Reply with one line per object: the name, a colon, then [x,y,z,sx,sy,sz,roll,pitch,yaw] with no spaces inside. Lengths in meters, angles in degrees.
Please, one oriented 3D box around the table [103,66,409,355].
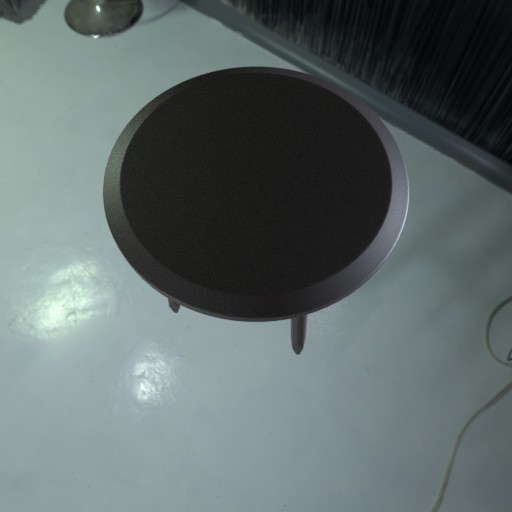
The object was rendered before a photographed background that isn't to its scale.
table: [0.000,0.000,0.923,0.457,0.585,0.457,0,64,0]
